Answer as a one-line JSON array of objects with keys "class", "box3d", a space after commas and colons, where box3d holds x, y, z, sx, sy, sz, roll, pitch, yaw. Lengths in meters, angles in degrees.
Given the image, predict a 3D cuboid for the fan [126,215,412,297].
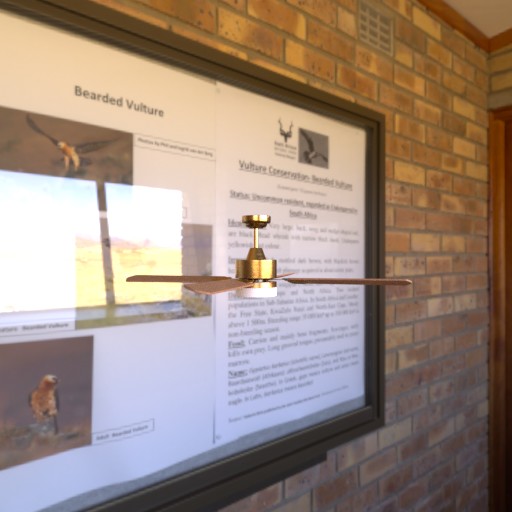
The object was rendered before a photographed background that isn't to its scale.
[{"class": "fan", "box3d": [0.000, 0.000, 1.989, 1.320, 0.355, 1.320, 0, 0, 17]}]
